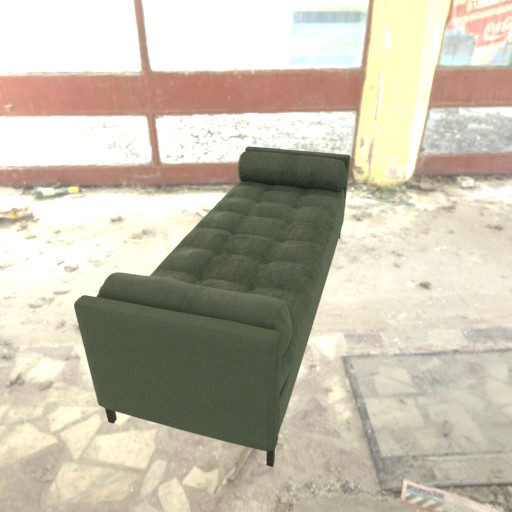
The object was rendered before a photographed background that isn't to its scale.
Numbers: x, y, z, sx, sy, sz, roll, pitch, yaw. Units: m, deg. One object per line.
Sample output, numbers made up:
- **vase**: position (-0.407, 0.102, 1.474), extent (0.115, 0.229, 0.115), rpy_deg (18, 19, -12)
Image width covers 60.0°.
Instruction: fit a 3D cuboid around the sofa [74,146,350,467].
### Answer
- **sofa**: position (0.000, 0.000, 2.532), extent (0.817, 0.681, 2.130), rpy_deg (9, 31, 14)
